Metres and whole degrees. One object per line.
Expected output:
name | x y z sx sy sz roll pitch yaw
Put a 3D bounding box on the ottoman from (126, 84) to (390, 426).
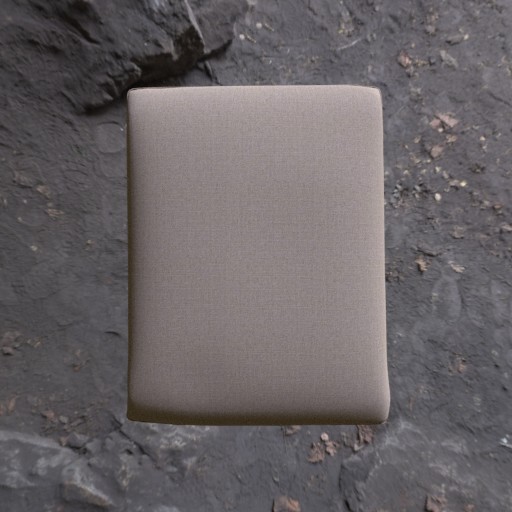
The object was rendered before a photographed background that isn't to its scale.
ottoman | 0.000 0.000 1.028 0.541 0.463 0.684 0 89 1
